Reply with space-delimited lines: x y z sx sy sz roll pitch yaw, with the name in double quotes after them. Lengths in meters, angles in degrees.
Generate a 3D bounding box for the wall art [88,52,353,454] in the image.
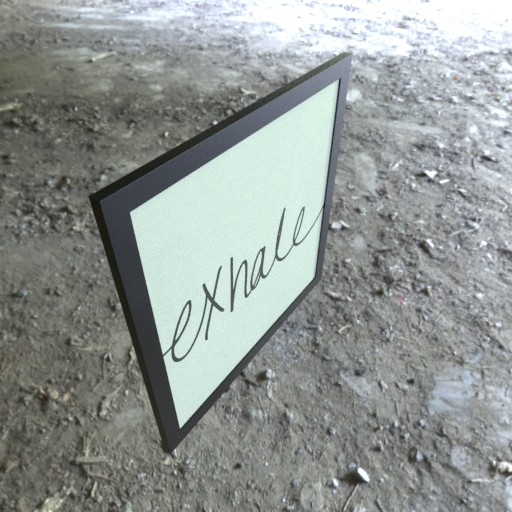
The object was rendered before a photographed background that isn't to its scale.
0.000 0.000 0.637 0.014 0.445 0.446 25 48 26 "wall art"
